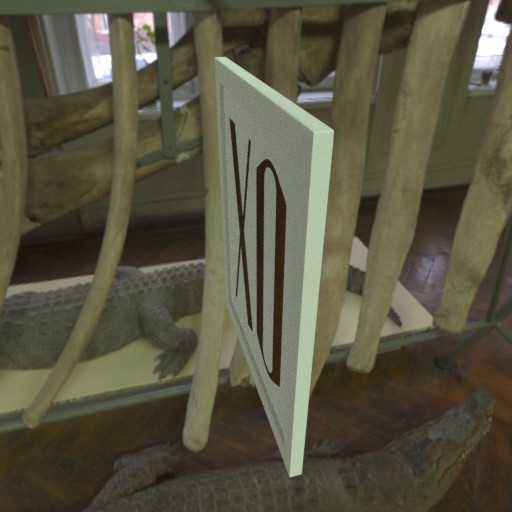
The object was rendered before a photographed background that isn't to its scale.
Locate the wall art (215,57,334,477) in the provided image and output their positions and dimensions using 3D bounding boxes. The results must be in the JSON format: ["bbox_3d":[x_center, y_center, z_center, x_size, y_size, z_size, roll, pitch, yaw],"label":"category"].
[{"bbox_3d":[0.000,0.000,0.722,0.020,0.536,0.444,-9,33,-13],"label":"wall art"}]
